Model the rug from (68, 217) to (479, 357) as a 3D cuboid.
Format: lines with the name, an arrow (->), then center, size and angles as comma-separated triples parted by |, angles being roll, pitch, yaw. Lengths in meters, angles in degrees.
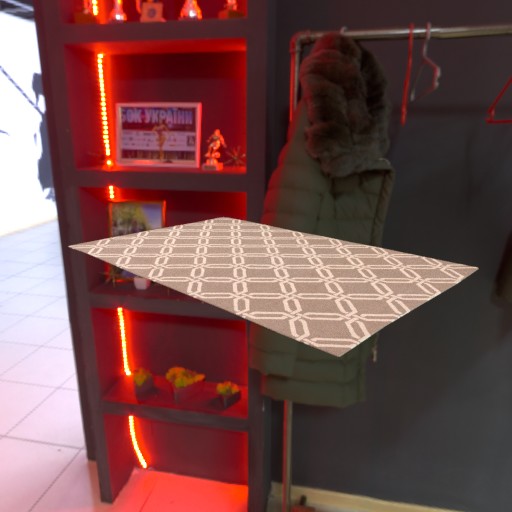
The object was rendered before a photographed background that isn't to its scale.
rug -> 0.000, 0.000, 2.209 | 1.748, 0.010, 1.142 | 15, 22, 42
